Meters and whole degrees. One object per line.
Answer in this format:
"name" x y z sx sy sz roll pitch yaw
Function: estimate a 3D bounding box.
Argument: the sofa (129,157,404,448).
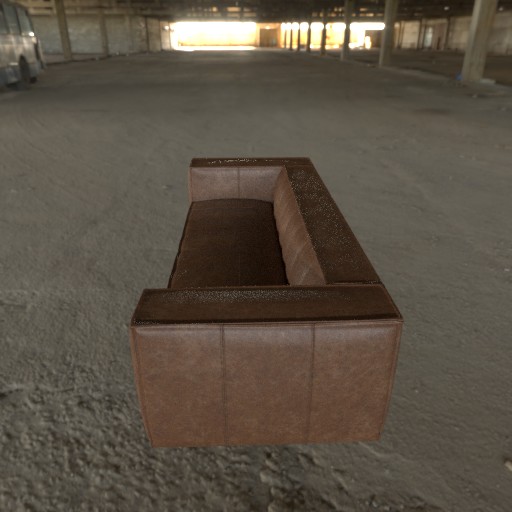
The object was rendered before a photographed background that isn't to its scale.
"sofa" 0.000 0.000 2.929 1.102 0.701 2.581 -1 26 -2
